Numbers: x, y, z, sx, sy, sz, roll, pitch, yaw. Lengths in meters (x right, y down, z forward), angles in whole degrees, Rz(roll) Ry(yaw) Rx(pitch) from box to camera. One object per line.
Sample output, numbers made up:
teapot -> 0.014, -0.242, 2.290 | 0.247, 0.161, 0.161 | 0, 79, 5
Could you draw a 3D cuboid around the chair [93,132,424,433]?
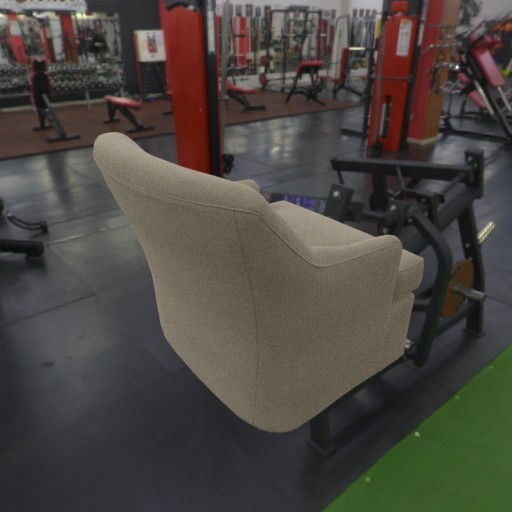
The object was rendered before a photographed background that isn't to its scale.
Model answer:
chair -> 0.000, 0.000, 1.560 | 0.923, 0.856, 0.864 | -19, 32, -33
